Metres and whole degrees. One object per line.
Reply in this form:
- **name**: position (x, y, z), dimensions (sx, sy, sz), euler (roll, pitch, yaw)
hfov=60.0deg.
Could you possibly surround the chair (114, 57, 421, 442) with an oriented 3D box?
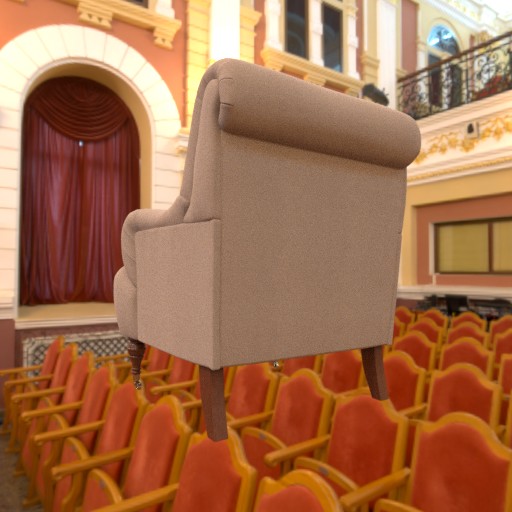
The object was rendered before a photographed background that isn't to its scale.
- **chair**: position (0.000, 0.000, 1.524), dimensions (0.766, 0.942, 0.842), euler (2, -3, -35)
